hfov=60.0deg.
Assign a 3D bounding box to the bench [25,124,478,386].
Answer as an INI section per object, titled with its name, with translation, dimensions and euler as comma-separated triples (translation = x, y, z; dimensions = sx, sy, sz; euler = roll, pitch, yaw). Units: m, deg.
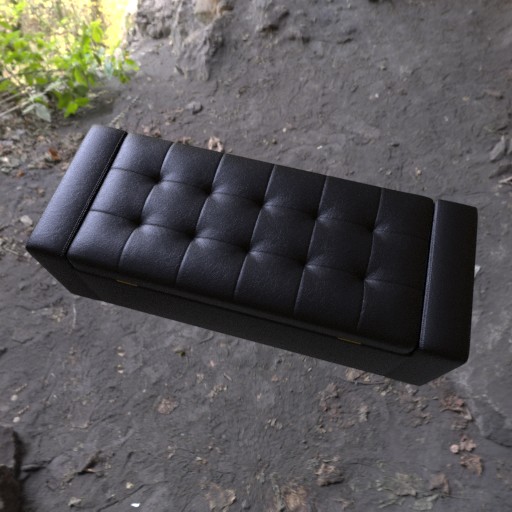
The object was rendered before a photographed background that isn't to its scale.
[bench]
translation = 0.000, 0.000, 1.521
dimensions = 1.296, 0.445, 0.508
euler = 14, 65, 6
